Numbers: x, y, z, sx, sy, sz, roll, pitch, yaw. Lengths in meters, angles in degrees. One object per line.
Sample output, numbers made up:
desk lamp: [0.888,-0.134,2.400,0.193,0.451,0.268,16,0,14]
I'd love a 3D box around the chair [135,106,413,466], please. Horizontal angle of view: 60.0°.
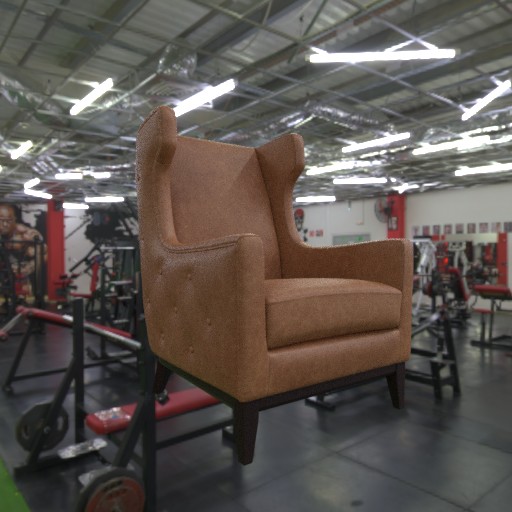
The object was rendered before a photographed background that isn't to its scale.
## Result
chair: [0.000,0.000,1.684,0.766,1.079,0.899,-1,1,-37]
